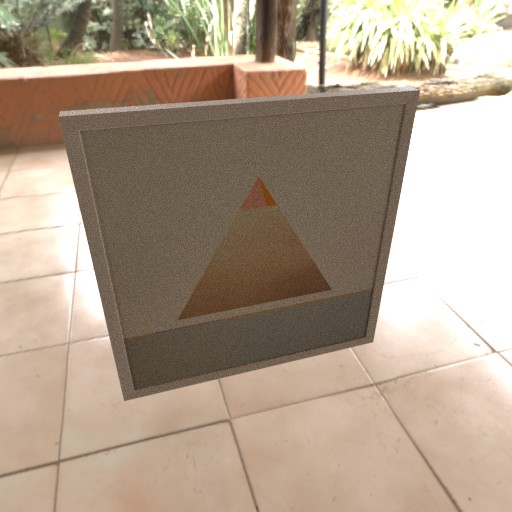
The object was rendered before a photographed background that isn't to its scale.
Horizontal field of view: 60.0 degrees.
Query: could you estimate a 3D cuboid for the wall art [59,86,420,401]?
[{"bbox_3d":[0.000,0.000,1.123,0.768,0.765,0.041,-9,33,-15],"label":"wall art"}]
